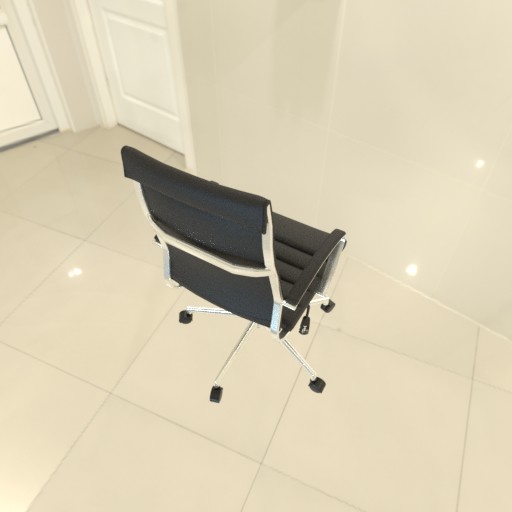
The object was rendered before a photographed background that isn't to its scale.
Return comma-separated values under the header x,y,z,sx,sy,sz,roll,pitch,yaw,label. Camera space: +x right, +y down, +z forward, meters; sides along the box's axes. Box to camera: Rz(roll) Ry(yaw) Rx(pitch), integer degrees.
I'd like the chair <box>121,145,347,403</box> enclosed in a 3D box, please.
x,y,z,sx,sy,sz,roll,pitch,yaw,label
0.000,0.000,1.667,0.766,1.149,0.739,24,51,21,chair
